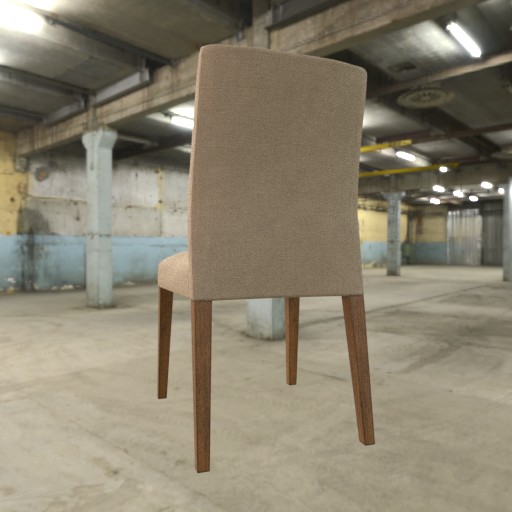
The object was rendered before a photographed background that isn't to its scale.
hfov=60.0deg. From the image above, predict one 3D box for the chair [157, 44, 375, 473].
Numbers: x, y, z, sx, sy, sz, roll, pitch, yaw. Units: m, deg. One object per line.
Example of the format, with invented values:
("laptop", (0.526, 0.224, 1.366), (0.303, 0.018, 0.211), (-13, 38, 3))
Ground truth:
("chair", (0.000, 0.000, 1.279), (0.496, 0.940, 0.585), (0, 0, -19))
